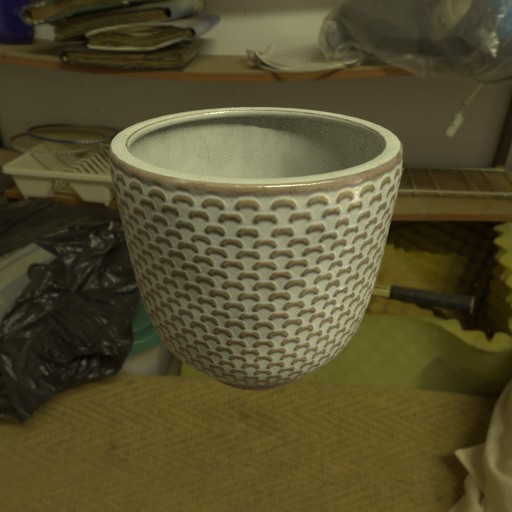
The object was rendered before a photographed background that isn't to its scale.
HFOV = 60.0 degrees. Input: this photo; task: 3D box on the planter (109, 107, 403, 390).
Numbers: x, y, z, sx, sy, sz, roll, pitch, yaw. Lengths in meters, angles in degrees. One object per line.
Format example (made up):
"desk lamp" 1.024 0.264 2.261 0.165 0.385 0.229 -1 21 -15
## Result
"planter" 0.000 0.000 0.350 0.197 0.191 0.197 0 30 0
